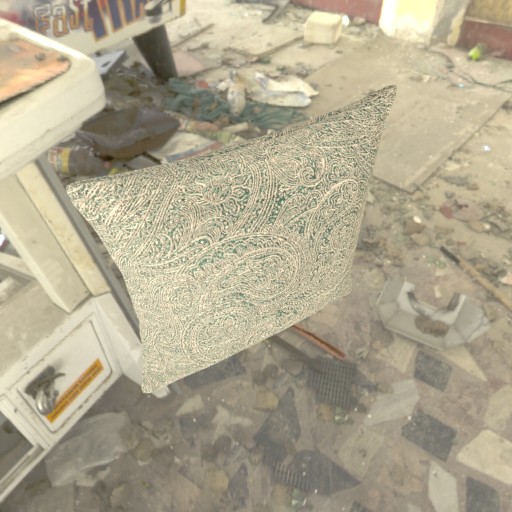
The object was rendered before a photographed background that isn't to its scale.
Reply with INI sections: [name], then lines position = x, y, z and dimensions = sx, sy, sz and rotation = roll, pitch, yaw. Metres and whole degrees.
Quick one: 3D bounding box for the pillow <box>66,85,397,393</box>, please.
[pillow]
position = 0.000, 0.000, 0.796
dimensions = 0.526, 0.507, 0.166
rotation = -23, 51, -20
